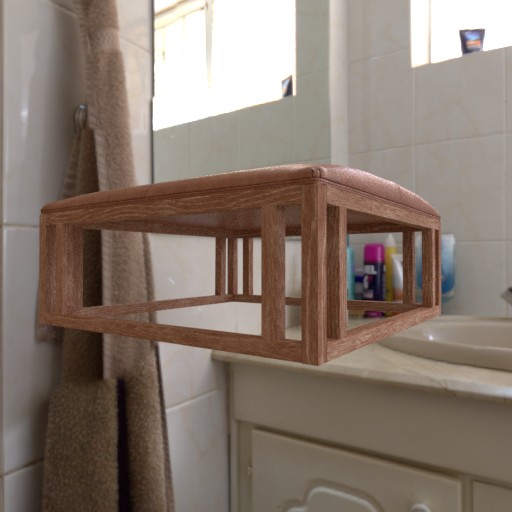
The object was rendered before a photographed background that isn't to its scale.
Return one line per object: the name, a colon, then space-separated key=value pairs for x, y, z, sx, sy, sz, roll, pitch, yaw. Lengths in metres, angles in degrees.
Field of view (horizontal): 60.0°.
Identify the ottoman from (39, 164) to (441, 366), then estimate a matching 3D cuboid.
ottoman: x=0.000 y=0.000 z=1.558 sx=1.016 sy=0.442 sz=1.013 roll=0 pitch=-1 yaw=35
